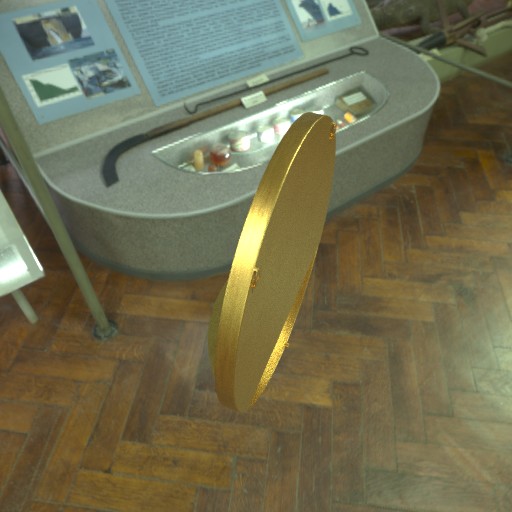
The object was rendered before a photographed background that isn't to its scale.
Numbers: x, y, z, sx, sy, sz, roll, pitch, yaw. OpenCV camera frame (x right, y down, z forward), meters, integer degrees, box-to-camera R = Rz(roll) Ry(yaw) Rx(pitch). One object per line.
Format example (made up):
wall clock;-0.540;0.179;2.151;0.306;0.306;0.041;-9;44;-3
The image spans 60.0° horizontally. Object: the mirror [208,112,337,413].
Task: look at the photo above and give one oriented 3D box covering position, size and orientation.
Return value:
mirror;0.000;0.000;0.705;0.133;0.457;0.457;16;49;15
